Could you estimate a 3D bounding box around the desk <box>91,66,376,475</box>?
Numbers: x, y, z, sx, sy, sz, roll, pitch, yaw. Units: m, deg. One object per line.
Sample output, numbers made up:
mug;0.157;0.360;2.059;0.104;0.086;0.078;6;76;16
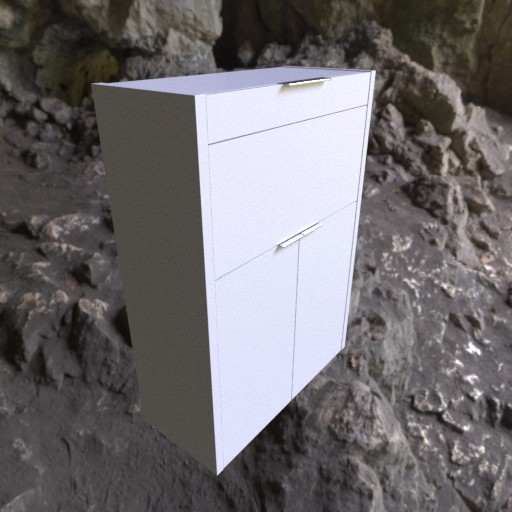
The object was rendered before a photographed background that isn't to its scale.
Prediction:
desk;0.000;0.000;1.579;0.390;1.190;0.850;20;33;34
